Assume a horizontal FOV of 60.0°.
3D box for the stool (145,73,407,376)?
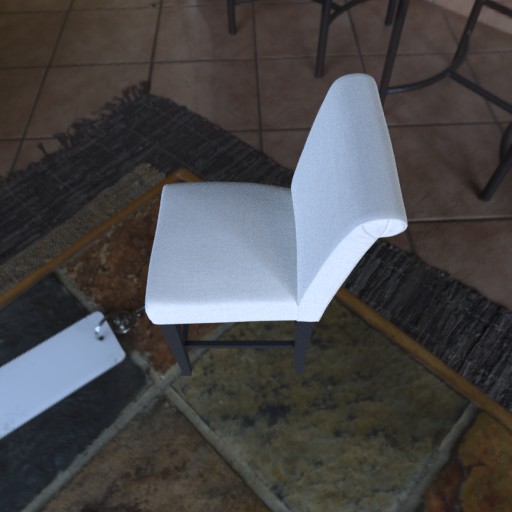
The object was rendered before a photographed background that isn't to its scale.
[{"bbox_3d":[0.000,0.000,1.366,0.597,0.976,0.452,0,58,0],"label":"stool"}]
